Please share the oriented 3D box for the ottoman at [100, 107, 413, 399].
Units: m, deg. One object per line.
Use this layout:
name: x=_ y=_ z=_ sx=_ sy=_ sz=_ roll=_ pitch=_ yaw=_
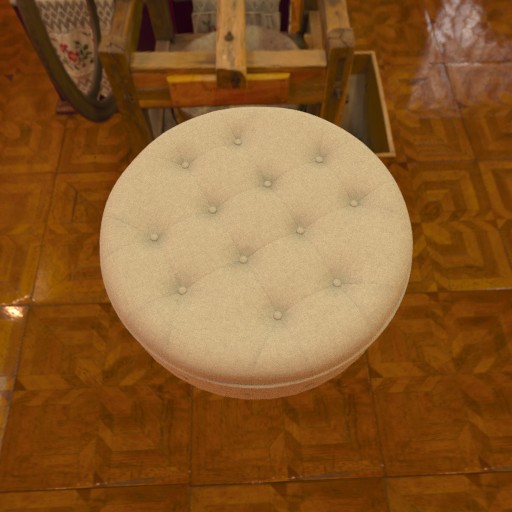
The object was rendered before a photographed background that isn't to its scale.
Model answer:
ottoman: x=0.000 y=0.000 z=1.364 sx=0.849 sy=0.478 sz=0.849 roll=0 pitch=64 yaw=0
